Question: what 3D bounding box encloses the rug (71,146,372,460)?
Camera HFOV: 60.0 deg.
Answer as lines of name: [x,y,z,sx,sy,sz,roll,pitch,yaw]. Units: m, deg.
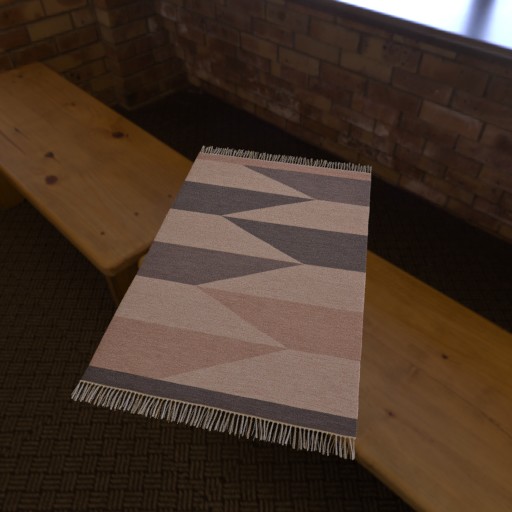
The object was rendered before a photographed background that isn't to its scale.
rug: [0.000,0.000,2.504,1.224,0.027,2.021,9,48,8]
